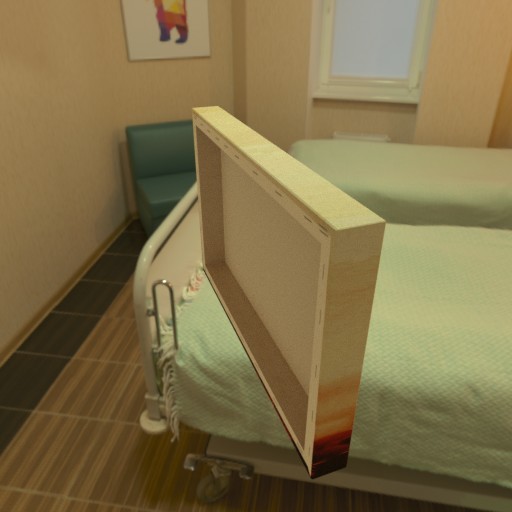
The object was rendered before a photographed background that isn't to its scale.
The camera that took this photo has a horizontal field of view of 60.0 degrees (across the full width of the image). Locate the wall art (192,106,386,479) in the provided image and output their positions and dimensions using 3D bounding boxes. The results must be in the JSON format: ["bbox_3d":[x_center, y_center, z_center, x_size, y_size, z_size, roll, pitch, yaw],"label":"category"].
[{"bbox_3d":[0.000,0.000,0.496,0.037,0.251,0.383,-11,32,-18],"label":"wall art"}]
